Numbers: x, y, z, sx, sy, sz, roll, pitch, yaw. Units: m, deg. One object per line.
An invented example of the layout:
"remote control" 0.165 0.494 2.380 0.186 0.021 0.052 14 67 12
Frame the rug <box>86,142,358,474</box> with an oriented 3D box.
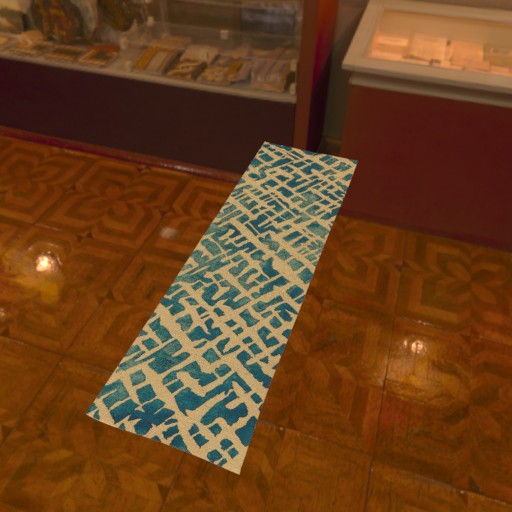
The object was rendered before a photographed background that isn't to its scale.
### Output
"rug" 0.000 0.000 2.741 0.768 0.011 2.446 15 49 14
